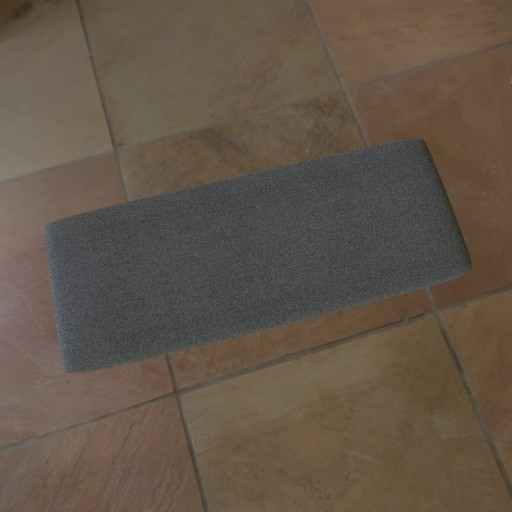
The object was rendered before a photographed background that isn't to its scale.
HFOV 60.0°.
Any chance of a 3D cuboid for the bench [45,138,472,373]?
[{"bbox_3d":[0.000,0.000,1.885,1.598,0.384,0.631,-14,76,-4],"label":"bench"}]
